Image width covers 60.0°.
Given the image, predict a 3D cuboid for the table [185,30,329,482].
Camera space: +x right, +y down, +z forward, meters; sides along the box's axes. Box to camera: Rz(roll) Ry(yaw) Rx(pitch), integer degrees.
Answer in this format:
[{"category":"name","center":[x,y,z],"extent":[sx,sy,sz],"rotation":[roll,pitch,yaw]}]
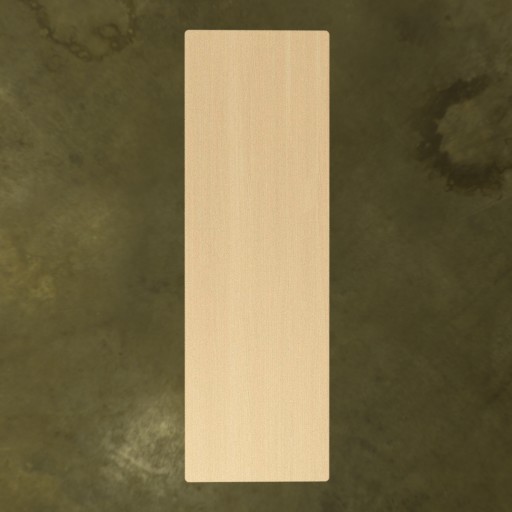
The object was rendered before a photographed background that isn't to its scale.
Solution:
[{"category":"table","center":[0.000,0.000,1.746],"extent":[0.447,0.750,1.397],"rotation":[0,90,-1]}]
